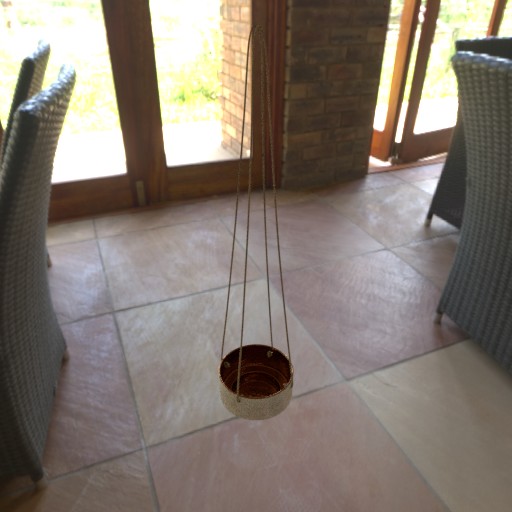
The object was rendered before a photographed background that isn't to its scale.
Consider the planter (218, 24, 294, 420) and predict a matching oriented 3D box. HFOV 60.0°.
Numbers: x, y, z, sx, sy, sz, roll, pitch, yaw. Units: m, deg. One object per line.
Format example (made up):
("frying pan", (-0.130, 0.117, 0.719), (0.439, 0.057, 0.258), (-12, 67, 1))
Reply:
("planter", (0.000, 0.000, 1.111), (0.223, 1.030, 0.223), (-10, 32, -17))
